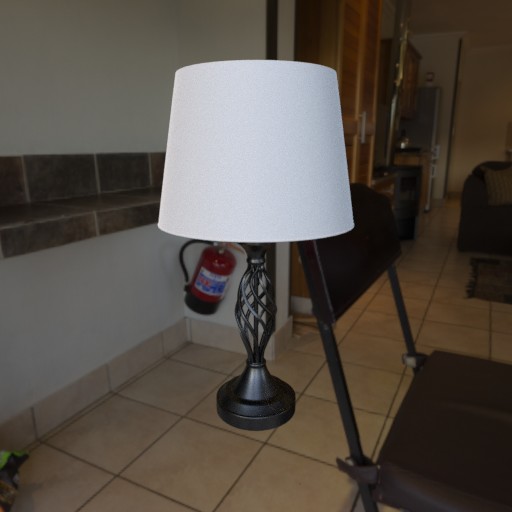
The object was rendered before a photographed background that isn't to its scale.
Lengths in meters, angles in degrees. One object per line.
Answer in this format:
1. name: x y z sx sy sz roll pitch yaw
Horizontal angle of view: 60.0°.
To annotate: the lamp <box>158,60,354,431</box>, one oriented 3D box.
1. lamp: 0.000 0.000 0.777 0.331 0.594 0.331 0 14 0
